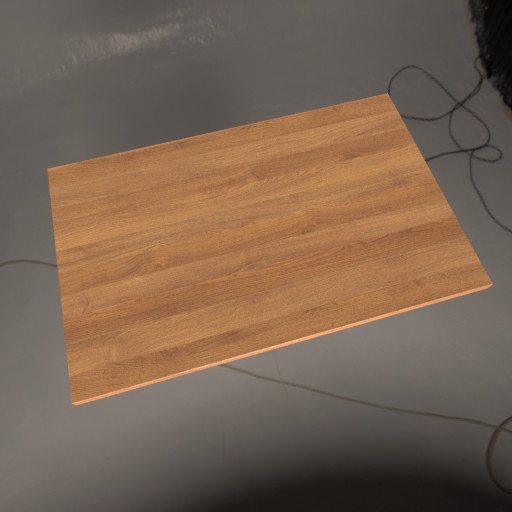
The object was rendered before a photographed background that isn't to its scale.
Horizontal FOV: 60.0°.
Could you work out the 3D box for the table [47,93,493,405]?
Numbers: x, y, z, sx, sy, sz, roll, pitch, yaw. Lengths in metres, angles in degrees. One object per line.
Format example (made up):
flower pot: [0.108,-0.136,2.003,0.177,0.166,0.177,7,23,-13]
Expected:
table: [0.000,0.000,1.447,1.100,0.442,0.700,-14,66,-7]
